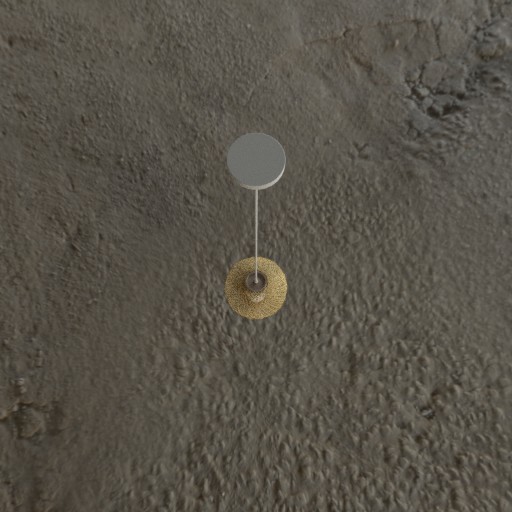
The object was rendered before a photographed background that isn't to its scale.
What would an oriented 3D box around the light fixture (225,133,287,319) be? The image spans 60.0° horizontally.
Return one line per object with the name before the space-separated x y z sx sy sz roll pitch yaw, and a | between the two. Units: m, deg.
light fixture | 0.000 0.000 2.136 0.406 1.955 0.407 38 78 10
